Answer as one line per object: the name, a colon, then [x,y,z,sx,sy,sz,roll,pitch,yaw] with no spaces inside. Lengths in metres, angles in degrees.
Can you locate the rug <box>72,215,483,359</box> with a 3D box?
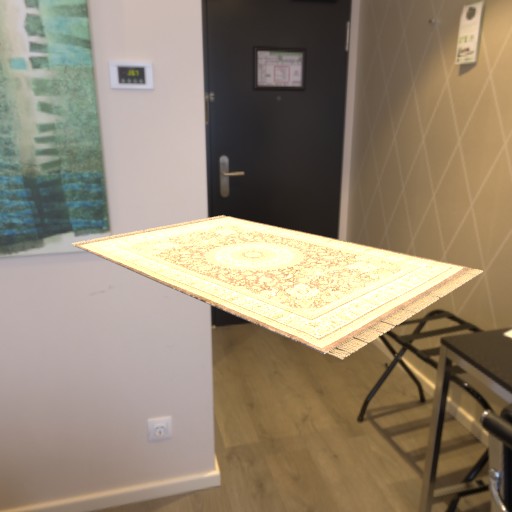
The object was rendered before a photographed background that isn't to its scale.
rug: [0.000,0.000,4.248,2.143,0.015,3.422,-16,23,-43]
